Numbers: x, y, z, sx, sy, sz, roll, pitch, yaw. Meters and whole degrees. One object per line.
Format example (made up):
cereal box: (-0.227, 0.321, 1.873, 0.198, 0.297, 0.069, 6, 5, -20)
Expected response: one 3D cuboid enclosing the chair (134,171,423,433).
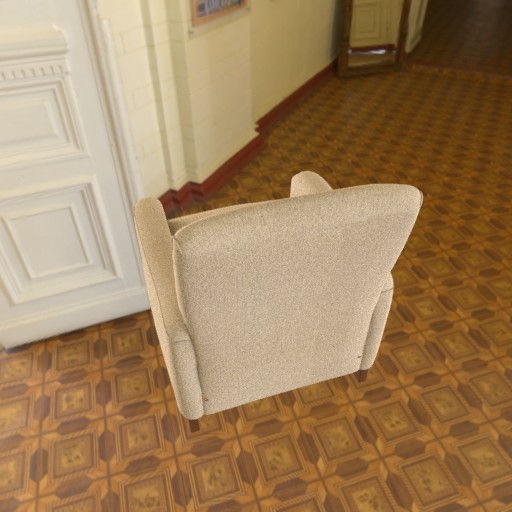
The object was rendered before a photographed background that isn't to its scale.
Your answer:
chair: (0.000, 0.000, 1.706, 0.848, 1.014, 0.864, -12, 41, -14)
